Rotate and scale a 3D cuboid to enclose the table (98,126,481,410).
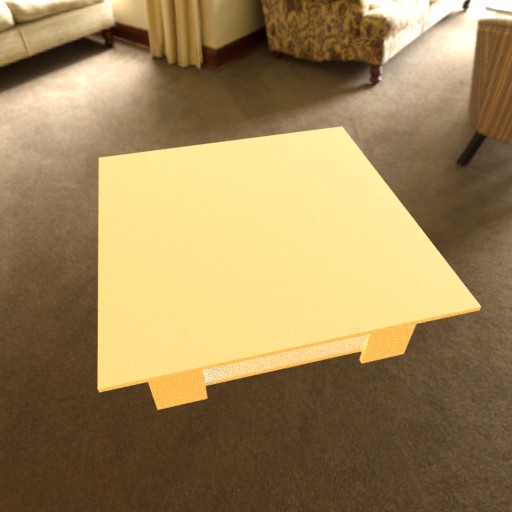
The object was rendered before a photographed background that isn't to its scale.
[{"bbox_3d":[0.000,0.000,1.397,0.890,0.305,0.890,-10,46,-10],"label":"table"}]
